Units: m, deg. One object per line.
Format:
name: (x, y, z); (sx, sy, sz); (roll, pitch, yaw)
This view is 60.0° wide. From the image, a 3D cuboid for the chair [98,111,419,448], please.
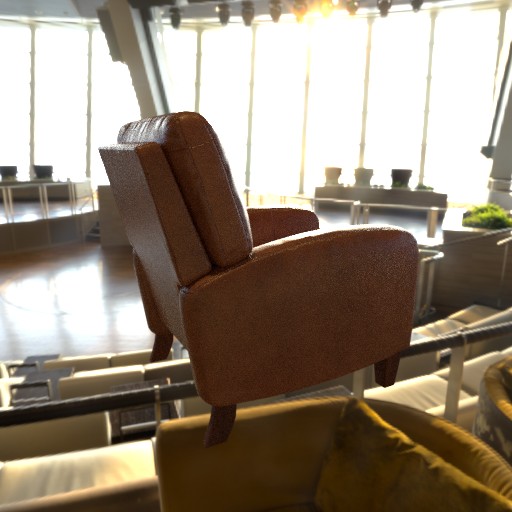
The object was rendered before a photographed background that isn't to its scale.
chair: (0.000, 0.000, 1.675); (0.990, 0.990, 0.762); (-7, 16, -27)
